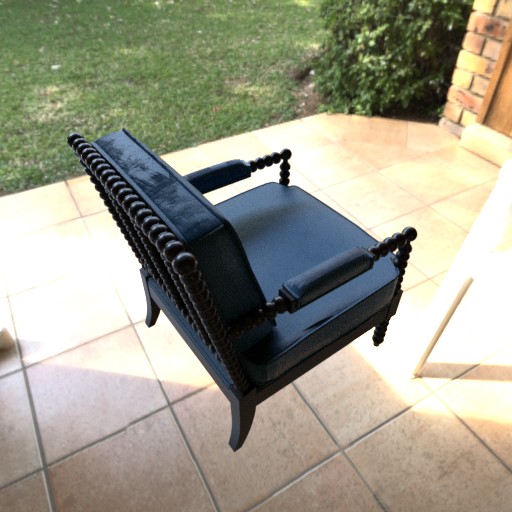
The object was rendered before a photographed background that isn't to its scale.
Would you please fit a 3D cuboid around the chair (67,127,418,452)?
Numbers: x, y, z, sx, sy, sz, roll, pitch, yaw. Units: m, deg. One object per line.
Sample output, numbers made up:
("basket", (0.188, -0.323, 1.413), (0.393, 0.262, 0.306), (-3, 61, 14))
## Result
("chair", (0.000, 0.000, 1.437), (0.805, 0.857, 0.688), (-26, 48, -26))
